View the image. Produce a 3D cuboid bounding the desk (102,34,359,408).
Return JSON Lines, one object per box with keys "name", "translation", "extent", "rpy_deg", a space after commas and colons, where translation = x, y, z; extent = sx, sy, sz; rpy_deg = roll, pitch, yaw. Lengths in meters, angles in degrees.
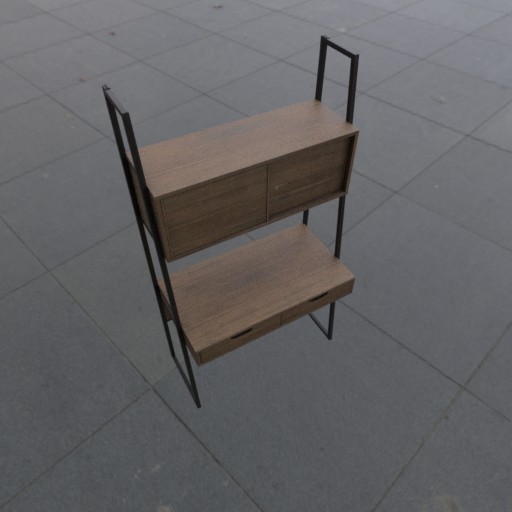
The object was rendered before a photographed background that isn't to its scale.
{"name": "desk", "translation": [0.000, 0.000, 2.246], "extent": [0.982, 1.809, 0.515], "rpy_deg": [-22, 50, -20]}
